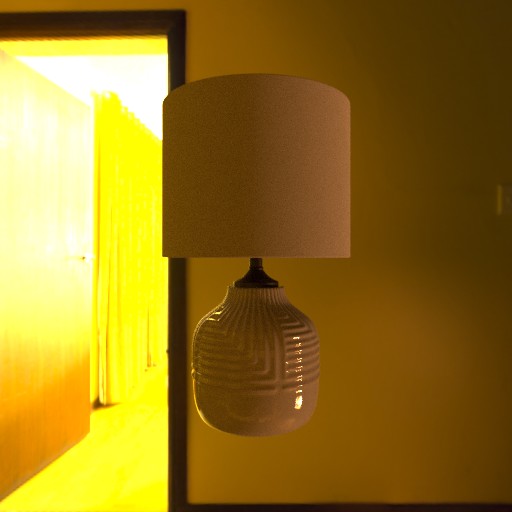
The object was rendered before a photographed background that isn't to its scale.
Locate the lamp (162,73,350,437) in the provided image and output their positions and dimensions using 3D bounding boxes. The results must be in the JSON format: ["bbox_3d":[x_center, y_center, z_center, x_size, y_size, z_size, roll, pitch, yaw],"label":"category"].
[{"bbox_3d":[0.000,0.000,0.763,0.318,0.567,0.318,0,0,0],"label":"lamp"}]
